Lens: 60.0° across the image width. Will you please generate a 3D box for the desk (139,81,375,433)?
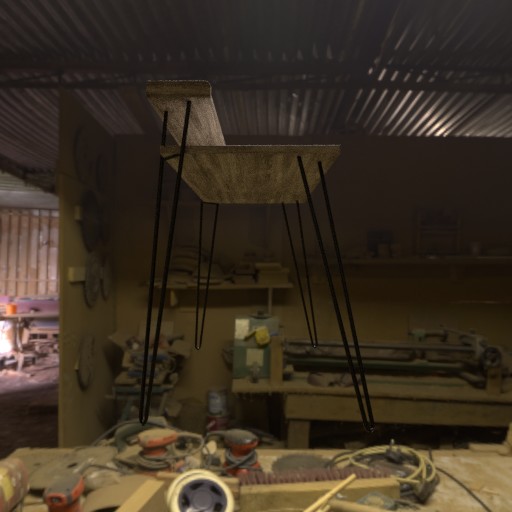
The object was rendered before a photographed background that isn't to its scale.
[{"bbox_3d":[0.000,0.000,1.666,0.605,0.899,1.135,0,-1,1],"label":"desk"}]
